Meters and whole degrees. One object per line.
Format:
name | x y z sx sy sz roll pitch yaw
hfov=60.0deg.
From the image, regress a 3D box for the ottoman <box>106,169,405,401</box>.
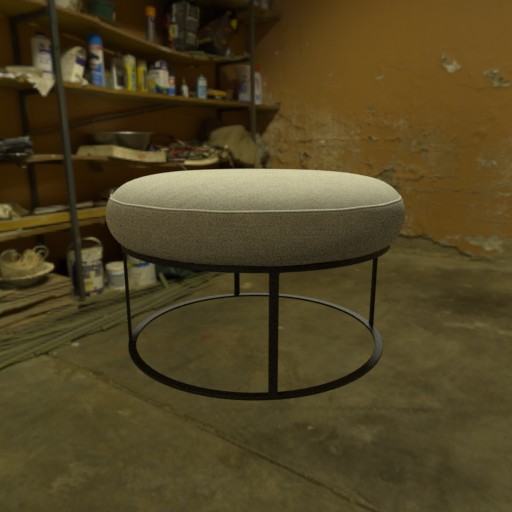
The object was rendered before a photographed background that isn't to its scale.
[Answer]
ottoman | 0.000 0.000 1.225 0.769 0.459 0.769 0 13 0
